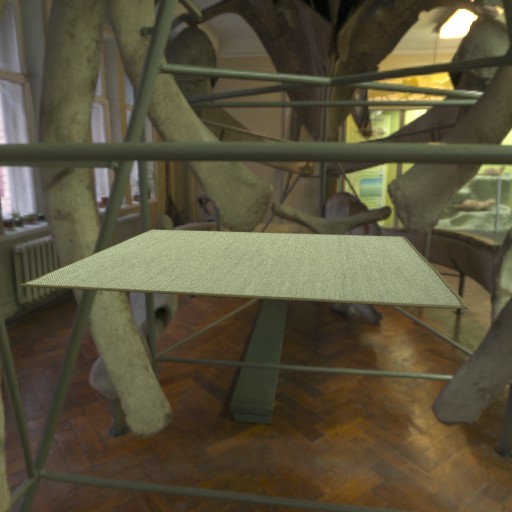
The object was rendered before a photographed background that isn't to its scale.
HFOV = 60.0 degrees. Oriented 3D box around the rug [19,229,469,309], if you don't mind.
[{"bbox_3d":[0.000,0.000,4.072,3.041,0.020,2.413,2,13,9],"label":"rug"}]
